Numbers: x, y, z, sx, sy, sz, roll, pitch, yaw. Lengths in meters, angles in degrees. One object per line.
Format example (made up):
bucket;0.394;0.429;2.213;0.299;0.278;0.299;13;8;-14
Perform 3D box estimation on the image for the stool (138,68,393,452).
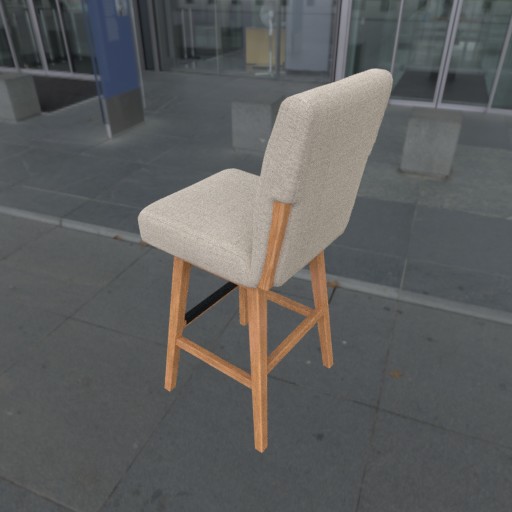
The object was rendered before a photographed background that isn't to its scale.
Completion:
stool;0.000;0.000;1.397;0.569;1.106;0.483;22;38;30
